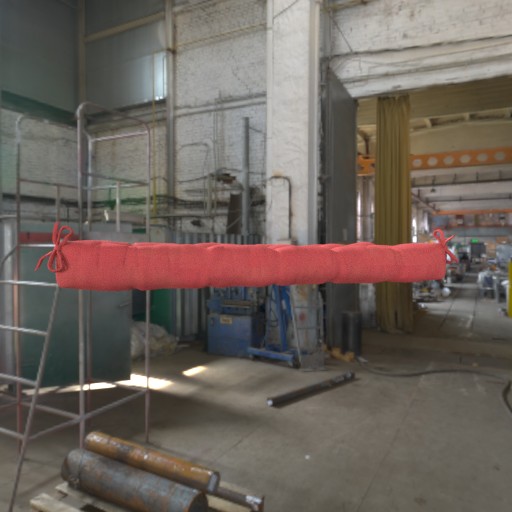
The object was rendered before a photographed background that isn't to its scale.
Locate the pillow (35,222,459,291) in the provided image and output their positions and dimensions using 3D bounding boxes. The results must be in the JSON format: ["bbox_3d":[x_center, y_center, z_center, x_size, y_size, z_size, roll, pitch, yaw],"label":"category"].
[{"bbox_3d":[0.000,0.000,1.376,1.194,0.174,0.511,0,1,-18],"label":"pillow"}]
